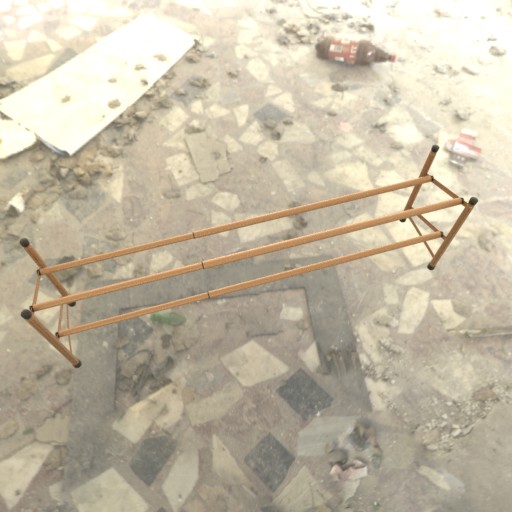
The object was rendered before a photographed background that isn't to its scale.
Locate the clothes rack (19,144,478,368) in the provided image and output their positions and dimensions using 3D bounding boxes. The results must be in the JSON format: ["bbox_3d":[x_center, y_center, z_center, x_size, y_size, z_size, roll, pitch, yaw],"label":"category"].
[{"bbox_3d":[0.000,0.000,1.283,1.168,0.349,0.229,-14,59,-9],"label":"clothes rack"}]
